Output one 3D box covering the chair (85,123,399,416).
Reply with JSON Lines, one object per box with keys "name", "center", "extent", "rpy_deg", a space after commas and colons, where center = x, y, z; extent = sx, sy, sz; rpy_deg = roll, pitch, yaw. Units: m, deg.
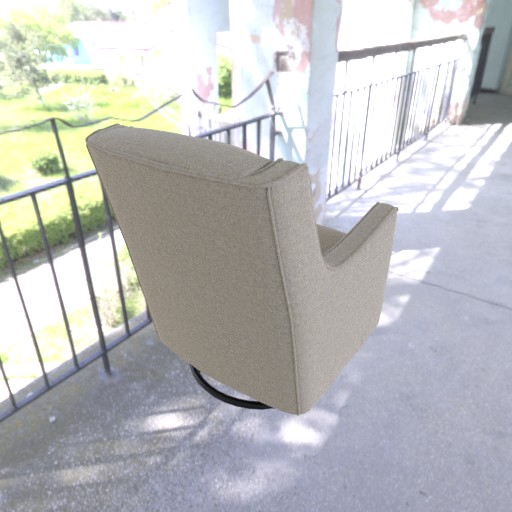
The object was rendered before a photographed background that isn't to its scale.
{"name": "chair", "center": [0.000, 0.000, 1.611], "extent": [0.732, 0.993, 0.879], "rpy_deg": [20, 35, 31]}
